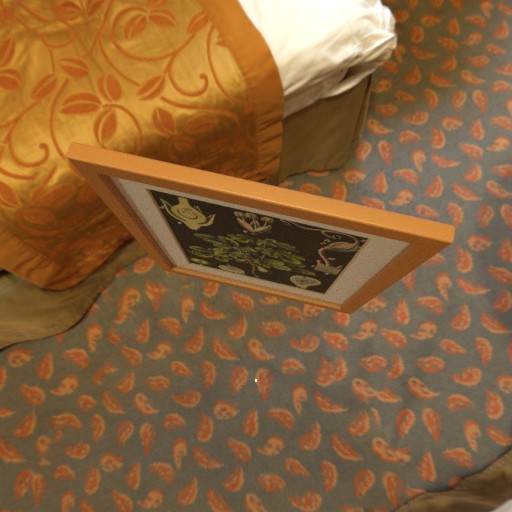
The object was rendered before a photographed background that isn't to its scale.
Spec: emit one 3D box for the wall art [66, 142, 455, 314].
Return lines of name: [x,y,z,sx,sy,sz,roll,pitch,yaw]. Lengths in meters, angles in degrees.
wall art: [0.000,0.000,0.528,0.310,0.379,0.015,13,75,4]
